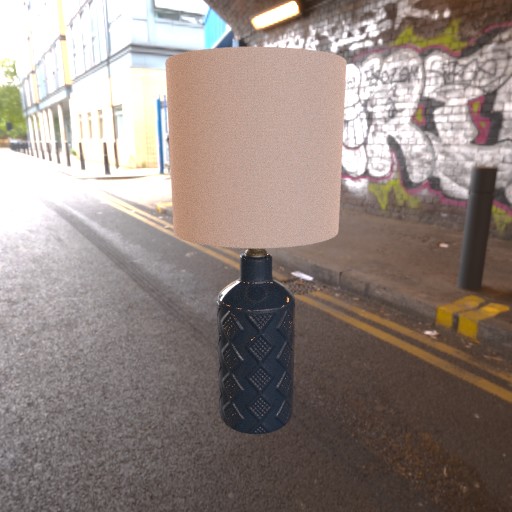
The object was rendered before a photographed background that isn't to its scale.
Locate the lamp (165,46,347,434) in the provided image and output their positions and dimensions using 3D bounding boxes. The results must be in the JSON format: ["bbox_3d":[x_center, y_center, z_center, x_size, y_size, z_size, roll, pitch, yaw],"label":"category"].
[{"bbox_3d":[0.000,0.000,0.574,0.207,0.461,0.207,2,15,8],"label":"lamp"}]
